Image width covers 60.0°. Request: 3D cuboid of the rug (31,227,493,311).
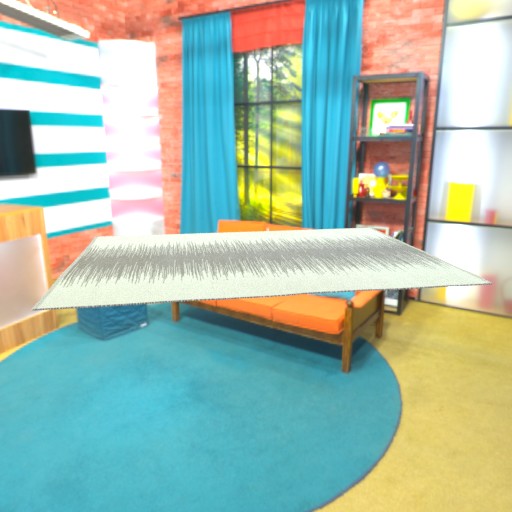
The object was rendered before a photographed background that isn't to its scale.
[{"bbox_3d":[0.000,0.000,2.288,1.815,0.007,1.226,-2,15,-9],"label":"rug"}]
